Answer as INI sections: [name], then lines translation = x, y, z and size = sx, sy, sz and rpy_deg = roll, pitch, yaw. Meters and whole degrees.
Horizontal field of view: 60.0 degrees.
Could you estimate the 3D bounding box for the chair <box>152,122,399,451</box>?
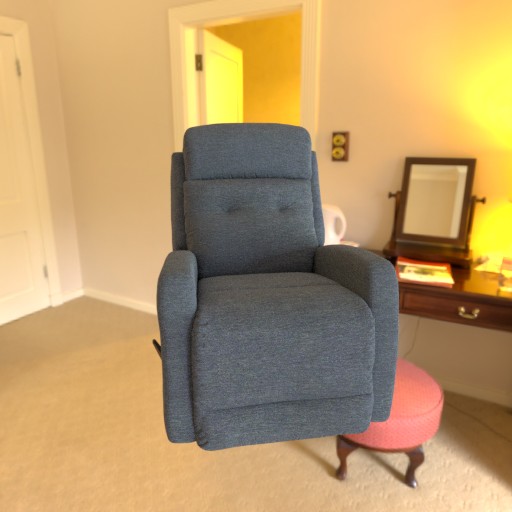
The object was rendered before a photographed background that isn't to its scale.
[chair]
translation = 0.000, 0.000, 1.736
size = 0.798, 1.013, 1.043
rpy_deg = -2, 16, -9
